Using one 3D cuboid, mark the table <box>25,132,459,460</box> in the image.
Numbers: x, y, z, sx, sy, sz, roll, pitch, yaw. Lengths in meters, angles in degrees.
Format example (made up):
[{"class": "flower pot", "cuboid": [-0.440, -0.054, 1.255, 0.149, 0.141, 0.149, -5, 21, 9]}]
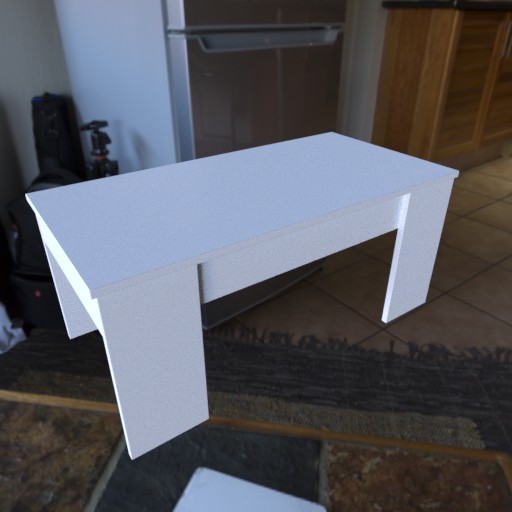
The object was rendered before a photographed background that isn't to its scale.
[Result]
[{"class": "table", "cuboid": [0.000, 0.000, 1.243, 1.000, 0.440, 0.500, -19, 35, -30]}]
